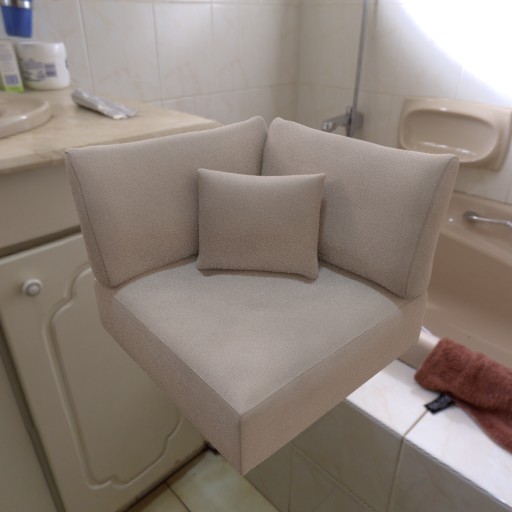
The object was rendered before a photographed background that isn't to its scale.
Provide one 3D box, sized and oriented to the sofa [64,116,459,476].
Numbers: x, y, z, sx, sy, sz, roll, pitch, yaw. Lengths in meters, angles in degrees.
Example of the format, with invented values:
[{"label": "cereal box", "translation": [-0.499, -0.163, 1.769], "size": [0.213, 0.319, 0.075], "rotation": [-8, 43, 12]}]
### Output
[{"label": "sofa", "translation": [0.000, 0.000, 1.705], "size": [1.000, 0.820, 1.000], "rotation": [-22, 35, -36]}]
